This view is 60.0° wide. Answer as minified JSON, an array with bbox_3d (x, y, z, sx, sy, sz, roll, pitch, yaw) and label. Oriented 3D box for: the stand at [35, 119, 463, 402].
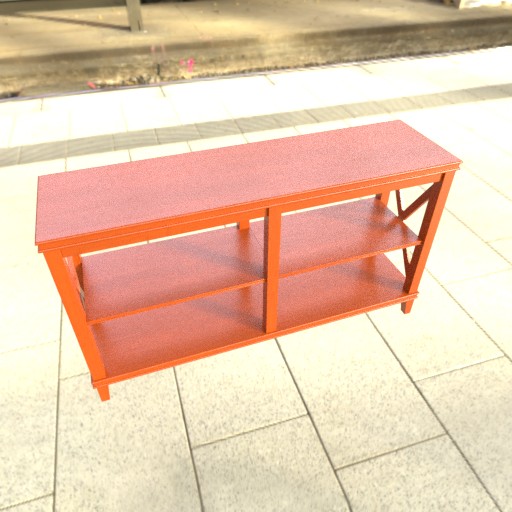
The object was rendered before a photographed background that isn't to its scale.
[{"bbox_3d":[0.000,0.000,1.721,1.372,0.762,0.381,-13,41,-15],"label":"stand"}]
